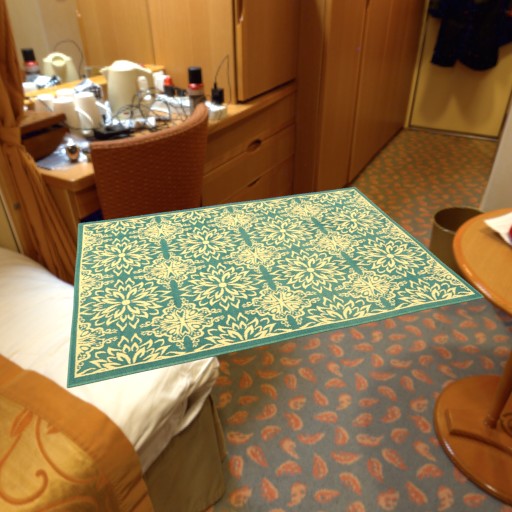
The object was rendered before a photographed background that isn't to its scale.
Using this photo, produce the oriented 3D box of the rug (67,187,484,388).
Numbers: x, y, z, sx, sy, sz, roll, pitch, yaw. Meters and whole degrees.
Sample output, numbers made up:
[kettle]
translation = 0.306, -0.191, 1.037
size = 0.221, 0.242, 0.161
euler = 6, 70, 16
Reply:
[rug]
translation = 0.000, 0.000, 2.835
size = 2.205, 0.012, 1.554
euler = -9, 34, -14
